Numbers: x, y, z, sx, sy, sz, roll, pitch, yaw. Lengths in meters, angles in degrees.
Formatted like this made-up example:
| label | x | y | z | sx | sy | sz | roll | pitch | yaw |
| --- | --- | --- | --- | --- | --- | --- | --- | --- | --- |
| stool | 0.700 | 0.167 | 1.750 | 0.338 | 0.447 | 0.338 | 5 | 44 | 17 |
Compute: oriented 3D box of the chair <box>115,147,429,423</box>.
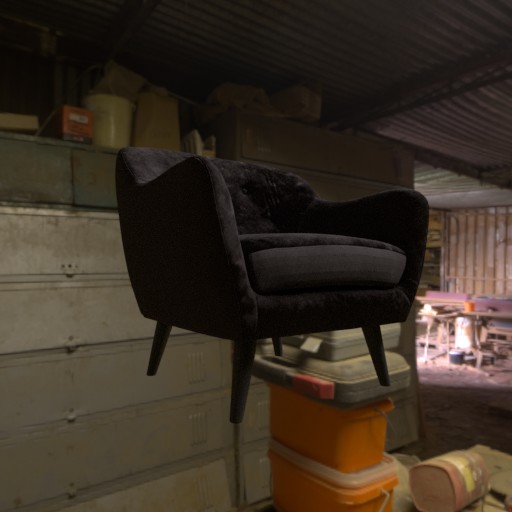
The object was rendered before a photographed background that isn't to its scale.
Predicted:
| label | x | y | z | sx | sy | sz | roll | pitch | yaw |
| --- | --- | --- | --- | --- | --- | --- | --- | --- | --- |
| chair | 0.000 | 0.000 | 1.484 | 0.840 | 0.807 | 0.819 | 1 | -1 | -35 |
